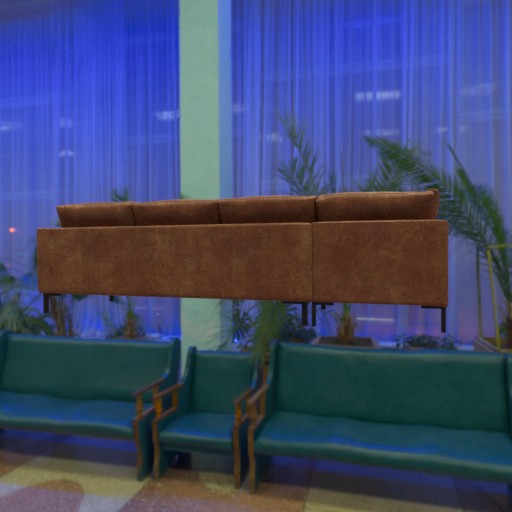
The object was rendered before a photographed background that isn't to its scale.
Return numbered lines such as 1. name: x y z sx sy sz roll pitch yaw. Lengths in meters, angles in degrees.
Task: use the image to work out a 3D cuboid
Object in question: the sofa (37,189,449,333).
1. sofa: 0.000 0.000 3.913 2.984 0.877 1.938 0 1 17
